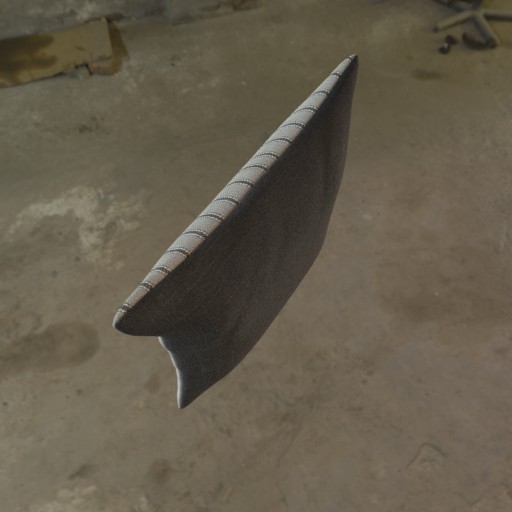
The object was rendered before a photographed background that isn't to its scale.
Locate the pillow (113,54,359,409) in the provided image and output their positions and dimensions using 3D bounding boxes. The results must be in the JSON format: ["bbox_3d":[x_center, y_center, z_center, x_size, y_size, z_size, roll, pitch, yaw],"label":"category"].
[{"bbox_3d":[0.000,0.000,0.686,0.138,0.444,0.468,31,66,16],"label":"pillow"}]
